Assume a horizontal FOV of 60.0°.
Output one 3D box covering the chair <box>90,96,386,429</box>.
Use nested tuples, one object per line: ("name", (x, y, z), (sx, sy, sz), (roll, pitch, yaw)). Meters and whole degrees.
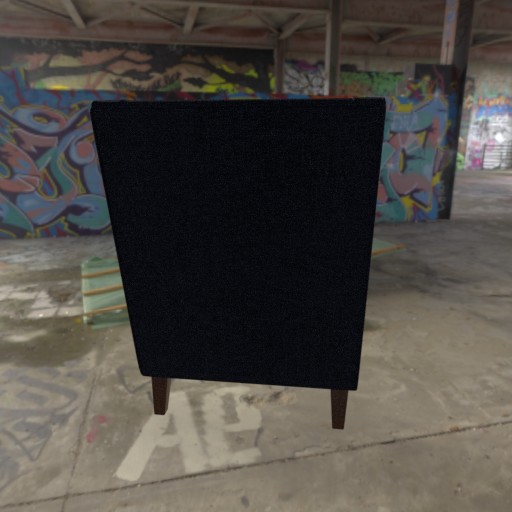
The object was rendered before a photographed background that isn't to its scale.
("chair", (0.000, 0.000, 1.687), (0.764, 1.072, 0.947), (2, 15, 7))
